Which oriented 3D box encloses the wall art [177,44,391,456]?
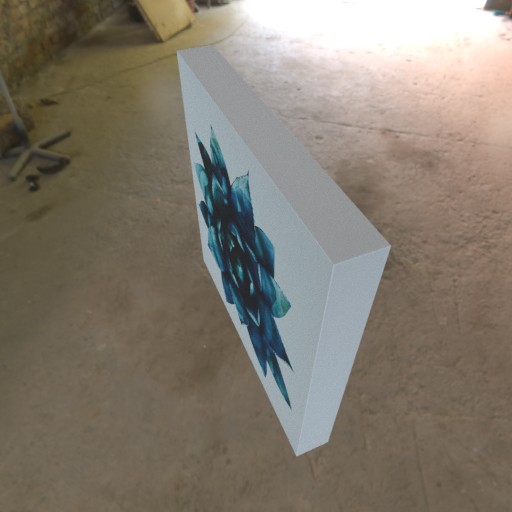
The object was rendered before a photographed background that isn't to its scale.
[{"bbox_3d":[0.000,0.000,0.455,0.038,0.305,0.305,-18,50,-16],"label":"wall art"}]
